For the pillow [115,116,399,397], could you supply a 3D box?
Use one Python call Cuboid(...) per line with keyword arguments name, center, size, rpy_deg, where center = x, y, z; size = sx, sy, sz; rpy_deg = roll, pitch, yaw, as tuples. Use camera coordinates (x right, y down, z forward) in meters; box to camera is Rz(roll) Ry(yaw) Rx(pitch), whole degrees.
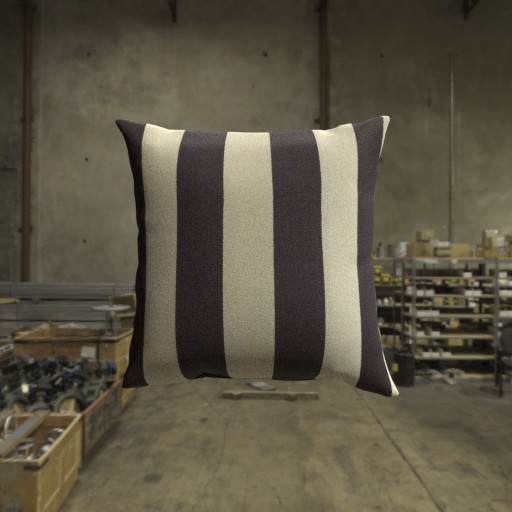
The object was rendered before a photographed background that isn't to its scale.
Cuboid(name="pillow", center=(0.000, 0.000, 0.832), size=(0.536, 0.526, 0.189), rpy_deg=(0, -1, 0))
